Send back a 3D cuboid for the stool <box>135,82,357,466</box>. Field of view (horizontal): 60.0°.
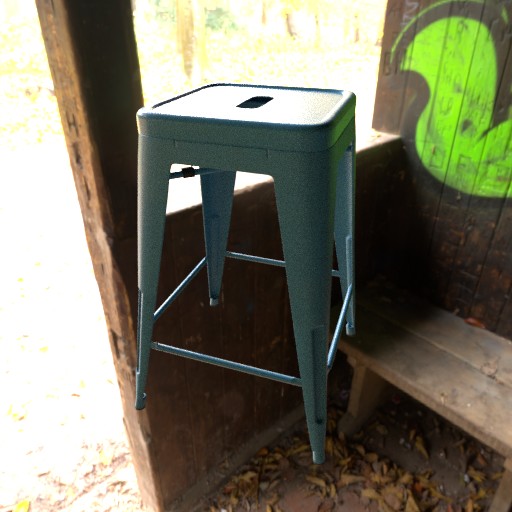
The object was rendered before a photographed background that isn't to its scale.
[{"bbox_3d":[0.000,0.000,0.896,0.410,0.608,0.410,10,32,17],"label":"stool"}]
